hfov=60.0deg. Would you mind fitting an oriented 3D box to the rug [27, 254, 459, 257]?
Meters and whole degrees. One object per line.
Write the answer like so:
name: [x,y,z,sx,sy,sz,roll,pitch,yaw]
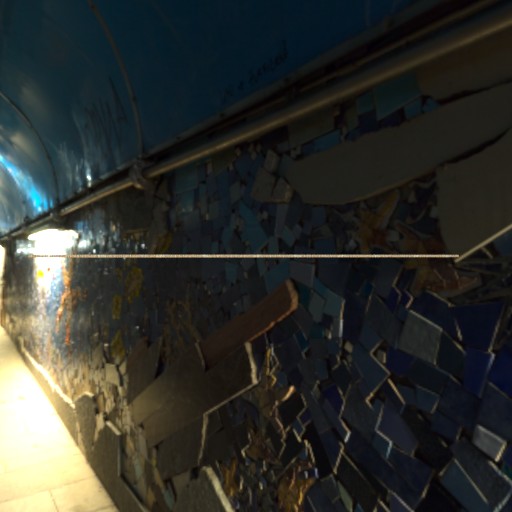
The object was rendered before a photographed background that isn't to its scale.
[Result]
rug: [0.000,0.000,2.579,2.289,0.013,0.691,0,0,-18]
